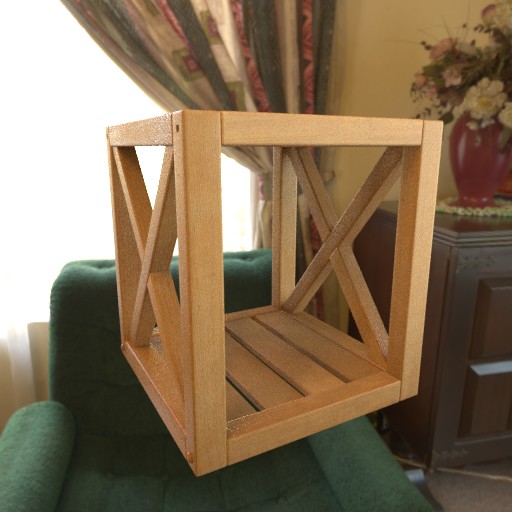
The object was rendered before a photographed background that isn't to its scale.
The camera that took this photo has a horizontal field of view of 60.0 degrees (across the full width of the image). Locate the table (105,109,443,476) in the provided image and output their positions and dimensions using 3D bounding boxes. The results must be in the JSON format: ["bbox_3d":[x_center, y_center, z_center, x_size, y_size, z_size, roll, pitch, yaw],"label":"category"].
[{"bbox_3d":[0.000,0.000,1.061,0.558,0.610,0.559,-8,16,-28],"label":"table"}]
